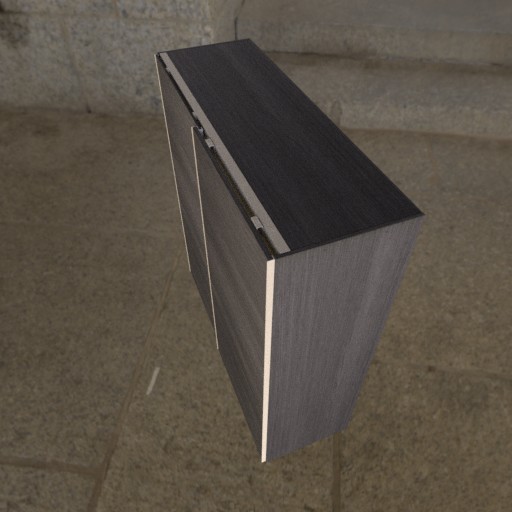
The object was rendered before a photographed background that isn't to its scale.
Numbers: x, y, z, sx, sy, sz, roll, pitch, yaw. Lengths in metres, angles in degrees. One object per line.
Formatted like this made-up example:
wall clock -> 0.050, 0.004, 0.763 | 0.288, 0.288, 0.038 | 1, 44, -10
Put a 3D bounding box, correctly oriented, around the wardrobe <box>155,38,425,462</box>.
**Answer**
wardrobe -> 0.000, 0.000, 2.818 | 0.629, 1.960, 1.780 | -16, 49, -15
